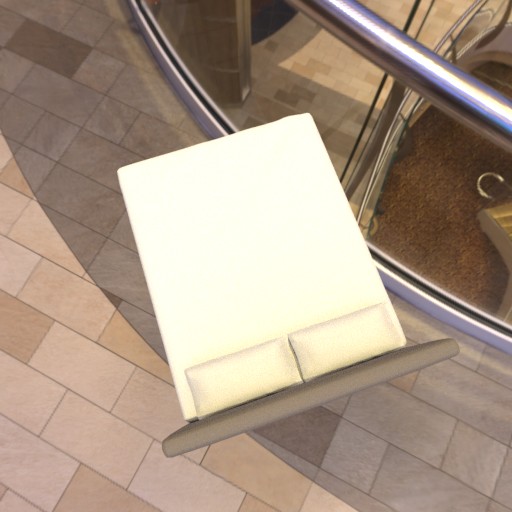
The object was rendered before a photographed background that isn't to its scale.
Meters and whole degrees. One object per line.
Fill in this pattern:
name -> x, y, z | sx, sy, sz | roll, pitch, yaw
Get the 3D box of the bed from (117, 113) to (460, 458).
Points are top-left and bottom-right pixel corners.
bed -> 0.000, 0.000, 3.226 | 1.748, 1.330, 2.142 | -18, 75, -5
